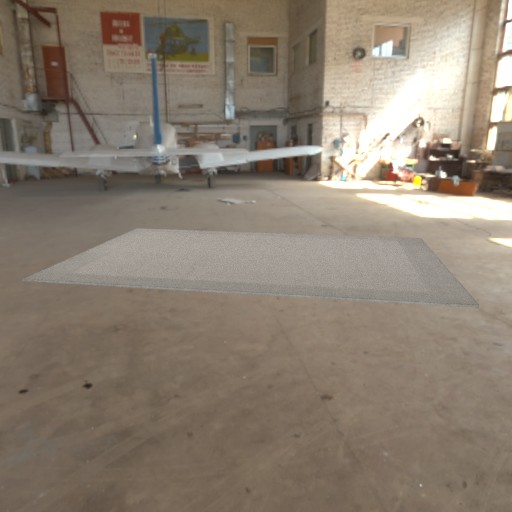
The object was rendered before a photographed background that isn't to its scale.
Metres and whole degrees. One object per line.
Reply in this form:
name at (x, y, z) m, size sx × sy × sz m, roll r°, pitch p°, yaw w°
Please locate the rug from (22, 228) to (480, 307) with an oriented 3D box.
rug at (0.000, 0.000, 3.041) m, size 2.438 × 0.014 × 1.524 m, roll 3°, pitch 15°, yaw 9°
